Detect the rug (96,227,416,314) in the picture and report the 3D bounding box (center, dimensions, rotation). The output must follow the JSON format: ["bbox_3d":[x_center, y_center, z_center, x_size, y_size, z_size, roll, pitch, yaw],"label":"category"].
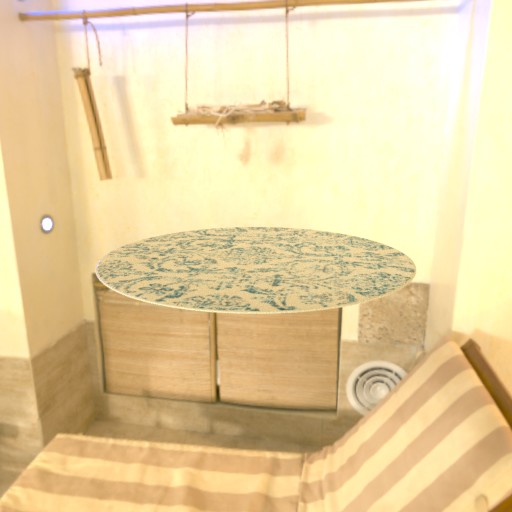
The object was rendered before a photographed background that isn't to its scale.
[{"bbox_3d":[0.000,0.000,2.331,1.593,0.012,1.593,0,15,0],"label":"rug"}]
